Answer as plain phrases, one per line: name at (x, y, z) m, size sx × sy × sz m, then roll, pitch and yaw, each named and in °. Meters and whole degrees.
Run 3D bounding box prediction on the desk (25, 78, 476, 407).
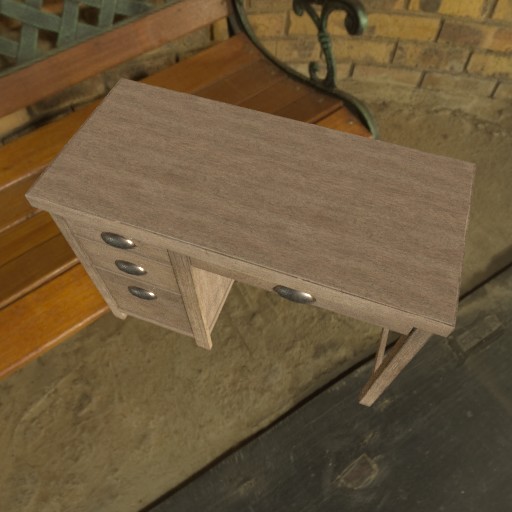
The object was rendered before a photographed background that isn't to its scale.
desk at (0.000, 0.000, 1.773) m, size 1.289 × 0.912 × 0.610 m, roll 17°, pitch 59°, yaw 10°
